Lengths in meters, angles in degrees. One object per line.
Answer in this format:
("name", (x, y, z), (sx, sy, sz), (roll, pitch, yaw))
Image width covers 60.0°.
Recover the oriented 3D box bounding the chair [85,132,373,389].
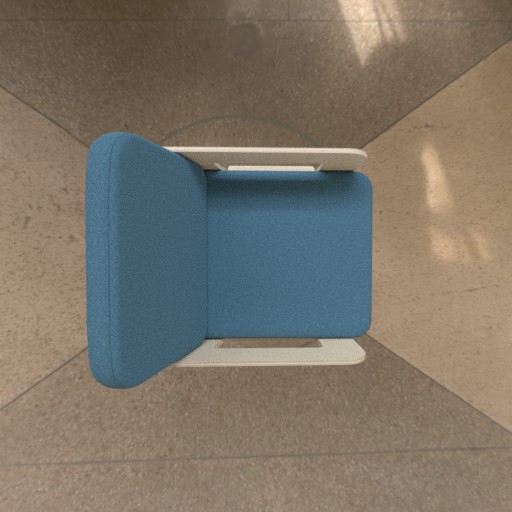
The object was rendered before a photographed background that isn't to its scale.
("chair", (0.000, 0.000, 1.180), (0.657, 0.747, 0.547), (0, 92, -2))
